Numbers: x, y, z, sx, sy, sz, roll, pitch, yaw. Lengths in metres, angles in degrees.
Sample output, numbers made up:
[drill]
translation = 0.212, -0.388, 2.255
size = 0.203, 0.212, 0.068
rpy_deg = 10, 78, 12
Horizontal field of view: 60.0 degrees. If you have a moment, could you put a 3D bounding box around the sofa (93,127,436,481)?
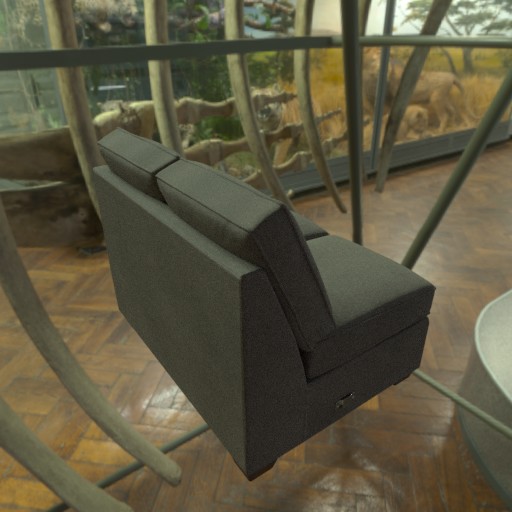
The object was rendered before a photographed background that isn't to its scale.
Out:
[sofa]
translation = 0.000, 0.000, 1.951
size = 0.951, 1.008, 1.237
rpy_deg = -18, 32, -31
